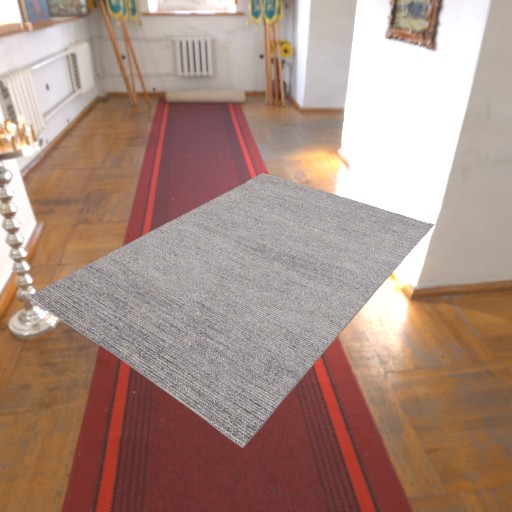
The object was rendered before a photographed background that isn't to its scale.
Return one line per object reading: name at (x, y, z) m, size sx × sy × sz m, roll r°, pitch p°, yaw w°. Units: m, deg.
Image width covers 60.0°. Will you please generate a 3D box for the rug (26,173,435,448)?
rug at (0.000, 0.000, 2.933) m, size 1.604 × 0.030 × 2.307 m, roll 23°, pitch 39°, yaw 30°
